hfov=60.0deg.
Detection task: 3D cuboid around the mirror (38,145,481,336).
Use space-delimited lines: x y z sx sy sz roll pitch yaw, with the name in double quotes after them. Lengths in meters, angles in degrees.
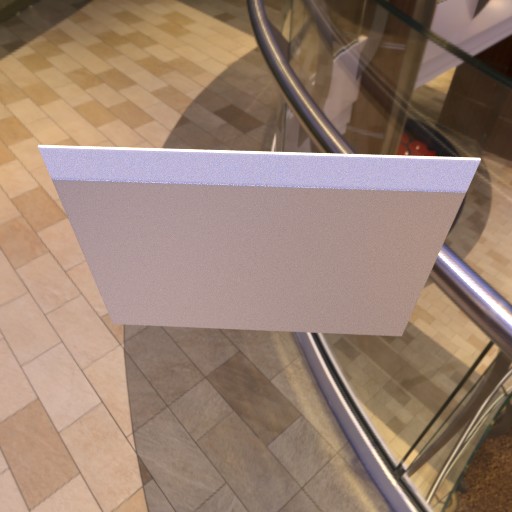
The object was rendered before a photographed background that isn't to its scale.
0.000 0.000 1.111 0.870 0.630 0.030 2 48 2 "mirror"
